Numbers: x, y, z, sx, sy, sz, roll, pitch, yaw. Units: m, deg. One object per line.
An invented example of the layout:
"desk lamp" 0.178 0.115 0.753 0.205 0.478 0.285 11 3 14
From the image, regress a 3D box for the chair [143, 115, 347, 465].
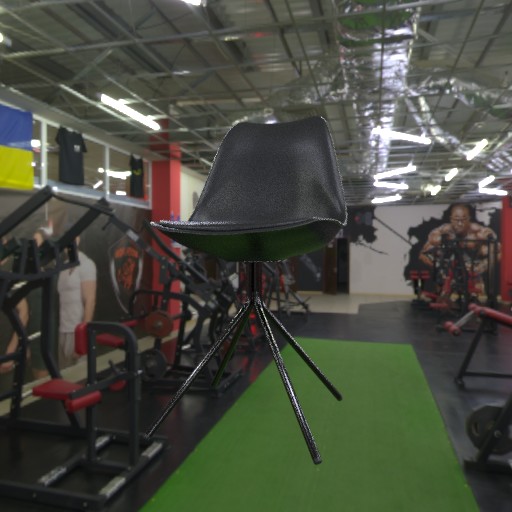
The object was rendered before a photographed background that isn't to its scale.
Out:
"chair" 0.000 0.000 1.167 0.461 0.850 0.525 0 1 17
